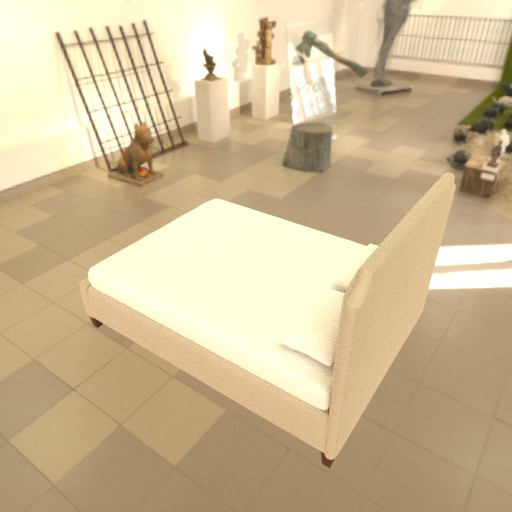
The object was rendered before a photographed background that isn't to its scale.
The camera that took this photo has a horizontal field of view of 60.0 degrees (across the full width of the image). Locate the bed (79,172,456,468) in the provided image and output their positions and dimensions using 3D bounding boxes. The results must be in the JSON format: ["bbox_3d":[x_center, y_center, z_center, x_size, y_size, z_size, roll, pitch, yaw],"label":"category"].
[{"bbox_3d":[0.000,0.000,3.464,2.372,1.443,1.713,21,38,29],"label":"bed"}]
